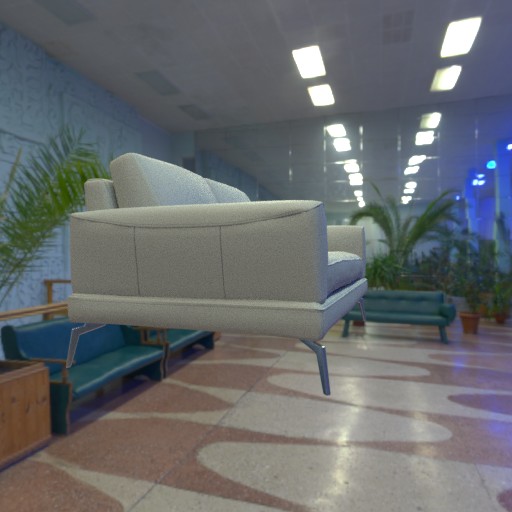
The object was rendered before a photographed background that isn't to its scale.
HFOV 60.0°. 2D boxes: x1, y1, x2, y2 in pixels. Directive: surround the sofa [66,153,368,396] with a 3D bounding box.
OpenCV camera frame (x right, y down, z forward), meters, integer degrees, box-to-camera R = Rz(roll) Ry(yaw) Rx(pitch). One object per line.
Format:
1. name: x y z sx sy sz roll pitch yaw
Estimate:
1. sofa: 0.000 0.000 2.502 1.121 0.930 1.819 0 1 19
